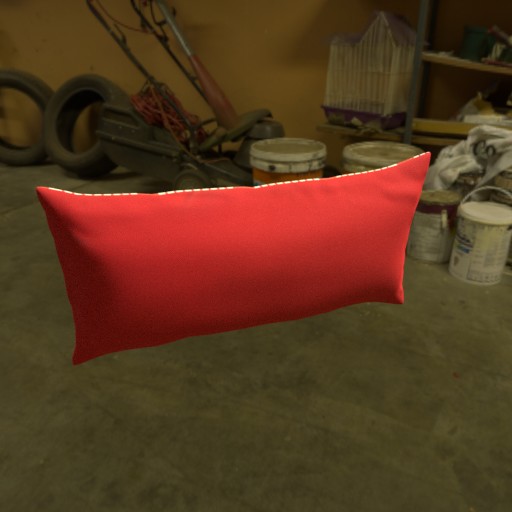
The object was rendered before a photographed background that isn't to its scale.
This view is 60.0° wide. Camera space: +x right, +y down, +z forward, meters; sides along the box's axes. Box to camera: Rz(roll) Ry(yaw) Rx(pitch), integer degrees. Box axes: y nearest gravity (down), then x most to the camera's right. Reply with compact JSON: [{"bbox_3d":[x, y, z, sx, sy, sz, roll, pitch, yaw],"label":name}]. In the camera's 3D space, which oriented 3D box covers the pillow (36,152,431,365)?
[{"bbox_3d":[0.000,0.000,0.722,0.608,0.297,0.151,-8,27,-16],"label":"pillow"}]
